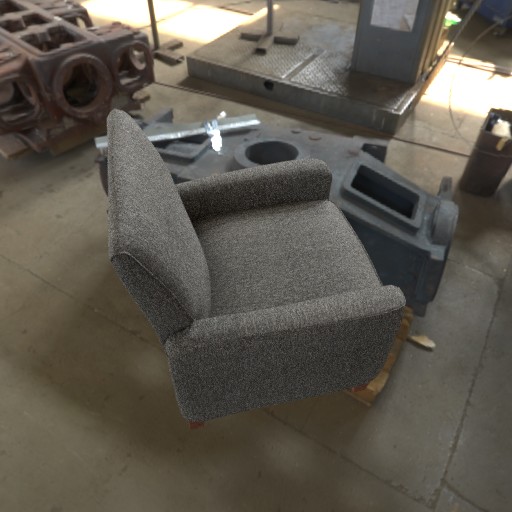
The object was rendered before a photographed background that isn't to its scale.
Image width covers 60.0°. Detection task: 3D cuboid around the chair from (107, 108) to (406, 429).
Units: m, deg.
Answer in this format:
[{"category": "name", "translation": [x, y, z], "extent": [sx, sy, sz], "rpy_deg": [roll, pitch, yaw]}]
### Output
[{"category": "chair", "translation": [0.000, 0.000, 1.637], "extent": [0.864, 1.014, 0.848], "rpy_deg": [-10, 48, -9]}]
